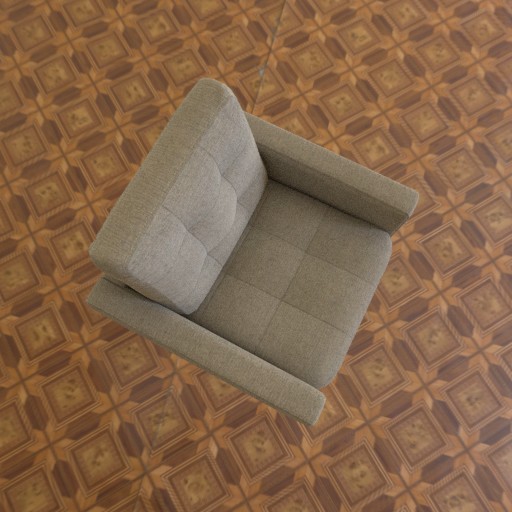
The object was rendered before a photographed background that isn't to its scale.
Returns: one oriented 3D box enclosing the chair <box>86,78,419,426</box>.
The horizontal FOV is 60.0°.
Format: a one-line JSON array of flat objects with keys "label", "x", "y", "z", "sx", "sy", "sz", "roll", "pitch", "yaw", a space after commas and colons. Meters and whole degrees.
[{"label": "chair", "x": 0.000, "y": 0.000, "z": 1.521, "sx": 0.843, "sy": 0.880, "sz": 0.821, "roll": 27, "pitch": 77, "yaw": 7}]
